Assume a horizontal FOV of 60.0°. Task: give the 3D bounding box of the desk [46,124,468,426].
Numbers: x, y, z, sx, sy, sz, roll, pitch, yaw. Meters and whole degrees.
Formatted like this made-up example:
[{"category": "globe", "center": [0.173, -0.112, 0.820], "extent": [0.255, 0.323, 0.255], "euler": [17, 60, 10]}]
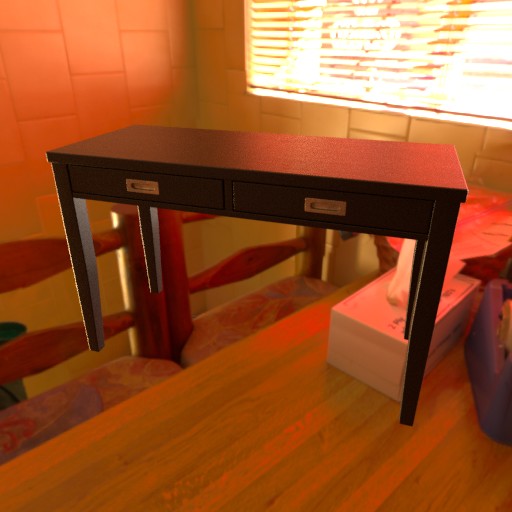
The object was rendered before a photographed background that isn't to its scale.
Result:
[{"category": "desk", "center": [0.000, 0.000, 1.599], "extent": [1.220, 0.775, 0.508], "euler": [8, 28, 16]}]
